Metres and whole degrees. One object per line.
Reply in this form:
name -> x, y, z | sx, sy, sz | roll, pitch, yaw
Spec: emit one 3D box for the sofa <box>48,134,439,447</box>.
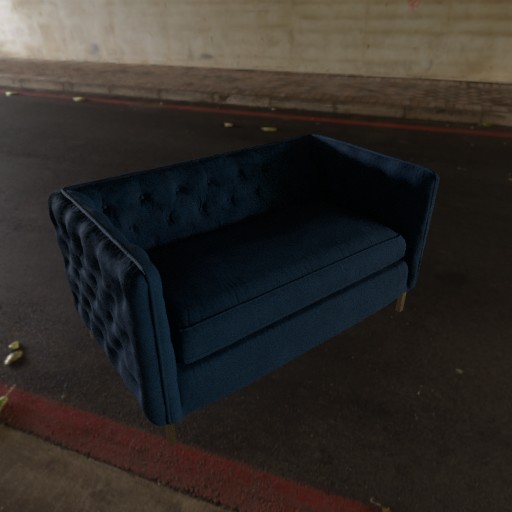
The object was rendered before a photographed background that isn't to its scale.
sofa -> 0.000, 0.000, 2.156 | 1.583, 0.810, 0.909 | -21, 36, -32
